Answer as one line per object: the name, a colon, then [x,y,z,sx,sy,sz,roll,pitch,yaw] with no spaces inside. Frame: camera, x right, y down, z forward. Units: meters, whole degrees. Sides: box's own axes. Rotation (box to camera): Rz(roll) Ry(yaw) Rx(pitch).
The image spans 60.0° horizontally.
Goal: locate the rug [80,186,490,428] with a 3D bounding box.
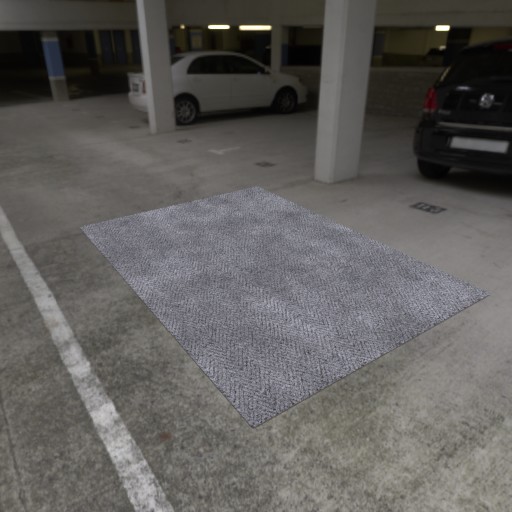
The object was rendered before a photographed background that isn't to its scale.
rug: [0.000,0.000,2.848,1.600,0.008,2.235,-18,33,-31]
